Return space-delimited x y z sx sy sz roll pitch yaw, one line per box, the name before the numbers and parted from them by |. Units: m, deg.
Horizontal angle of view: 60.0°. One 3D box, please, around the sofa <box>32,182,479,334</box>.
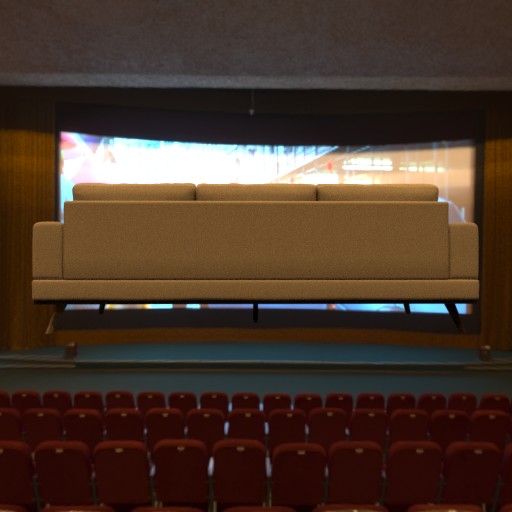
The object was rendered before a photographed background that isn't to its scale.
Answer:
sofa | 0.000 0.000 2.730 2.310 0.810 0.920 0 0 -1
